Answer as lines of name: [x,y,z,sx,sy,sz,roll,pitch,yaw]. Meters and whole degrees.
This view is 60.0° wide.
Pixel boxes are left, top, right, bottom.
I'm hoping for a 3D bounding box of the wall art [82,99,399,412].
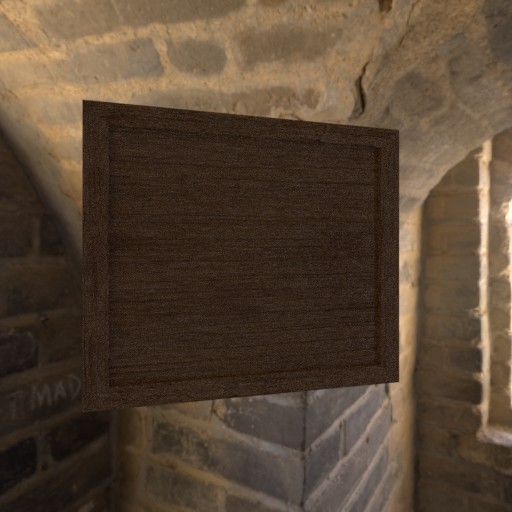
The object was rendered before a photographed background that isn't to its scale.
wall art: [0.000,0.000,0.946,0.690,0.588,0.026,0,0,-17]
